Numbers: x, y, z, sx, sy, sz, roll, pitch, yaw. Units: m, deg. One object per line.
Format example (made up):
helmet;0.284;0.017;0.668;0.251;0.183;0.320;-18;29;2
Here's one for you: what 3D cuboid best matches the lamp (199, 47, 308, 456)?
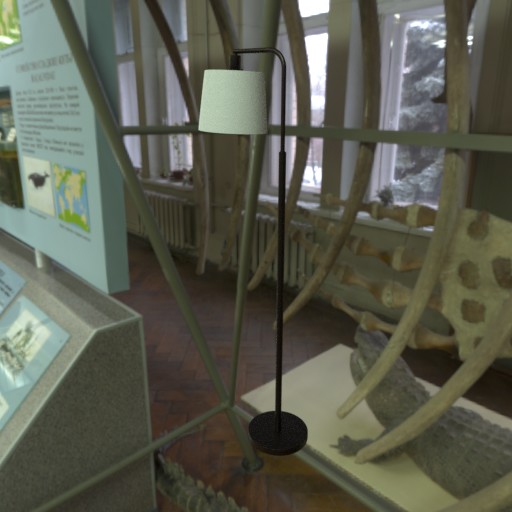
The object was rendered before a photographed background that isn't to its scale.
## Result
lamp;0.000;0.000;1.702;0.254;1.478;0.508;-15;22;-41
